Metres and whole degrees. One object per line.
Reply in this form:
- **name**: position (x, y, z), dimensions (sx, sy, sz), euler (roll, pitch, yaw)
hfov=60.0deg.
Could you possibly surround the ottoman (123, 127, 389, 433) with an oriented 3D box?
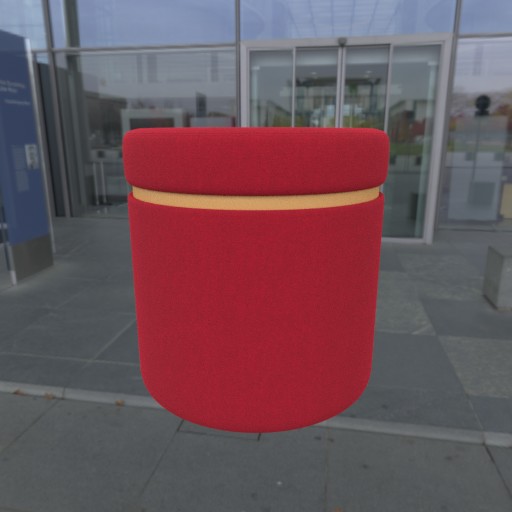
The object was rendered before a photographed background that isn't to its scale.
- **ottoman**: position (0.000, 0.000, 0.737), dimensions (0.400, 0.406, 0.400), euler (0, 15, 0)
